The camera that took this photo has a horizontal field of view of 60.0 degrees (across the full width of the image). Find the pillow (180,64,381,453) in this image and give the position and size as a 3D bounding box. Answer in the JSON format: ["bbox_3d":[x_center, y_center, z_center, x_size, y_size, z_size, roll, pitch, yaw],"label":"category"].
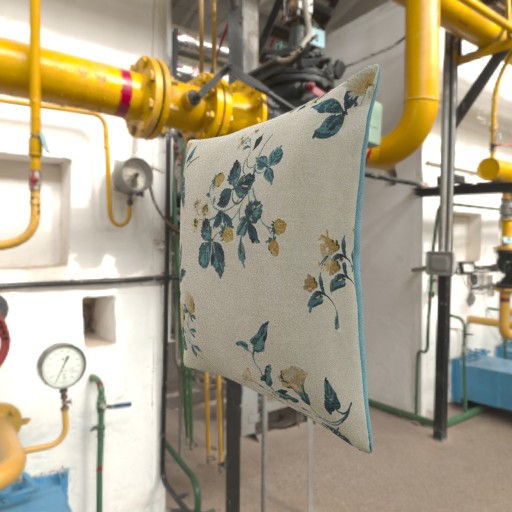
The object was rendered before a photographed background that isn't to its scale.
[{"bbox_3d":[0.000,0.000,0.786,0.166,0.507,0.526,-1,2,-36],"label":"pillow"}]
